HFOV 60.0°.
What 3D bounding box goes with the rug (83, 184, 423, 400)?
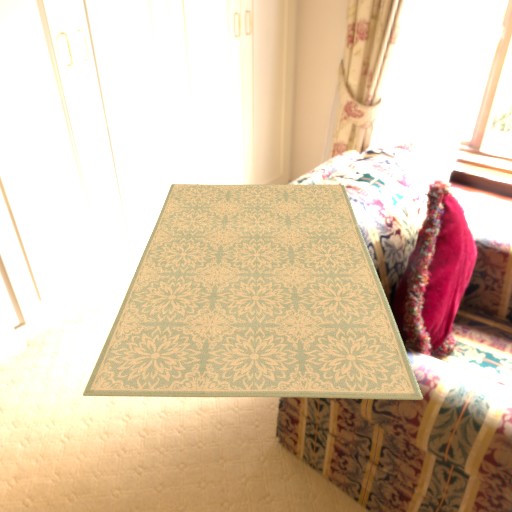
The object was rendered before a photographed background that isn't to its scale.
[{"bbox_3d":[0.000,0.000,3.508,1.819,0.018,2.746,0,33,1],"label":"rug"}]
